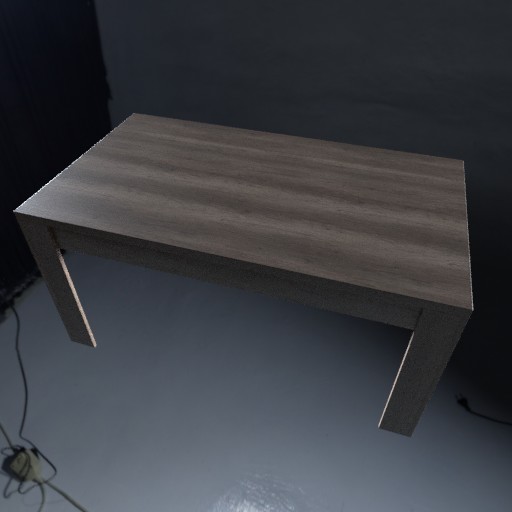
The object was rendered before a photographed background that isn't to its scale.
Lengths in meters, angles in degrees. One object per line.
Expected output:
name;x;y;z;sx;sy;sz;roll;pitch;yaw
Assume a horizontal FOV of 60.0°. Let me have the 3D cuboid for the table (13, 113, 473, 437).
table;0.000;0.000;2.038;1.600;0.775;0.900;12;43;13
